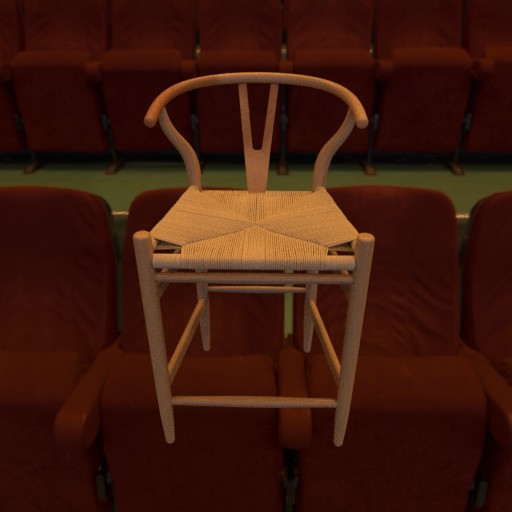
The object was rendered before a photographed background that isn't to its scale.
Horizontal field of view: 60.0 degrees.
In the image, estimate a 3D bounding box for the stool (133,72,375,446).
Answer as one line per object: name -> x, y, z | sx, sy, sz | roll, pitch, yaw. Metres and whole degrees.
stool -> 0.000, 0.000, 1.281 | 0.536, 0.923, 0.575 | 1, 29, 1
